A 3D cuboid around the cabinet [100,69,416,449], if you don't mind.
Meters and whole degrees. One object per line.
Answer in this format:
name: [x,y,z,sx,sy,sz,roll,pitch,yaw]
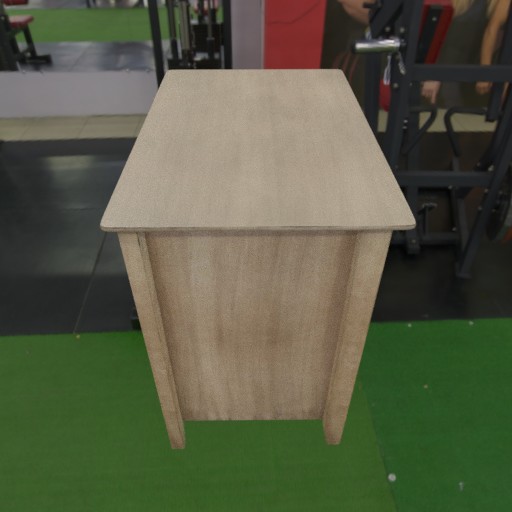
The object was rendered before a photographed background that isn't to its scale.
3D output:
cabinet: [0.000,0.000,1.229,0.503,0.762,0.763,0,40,0]
